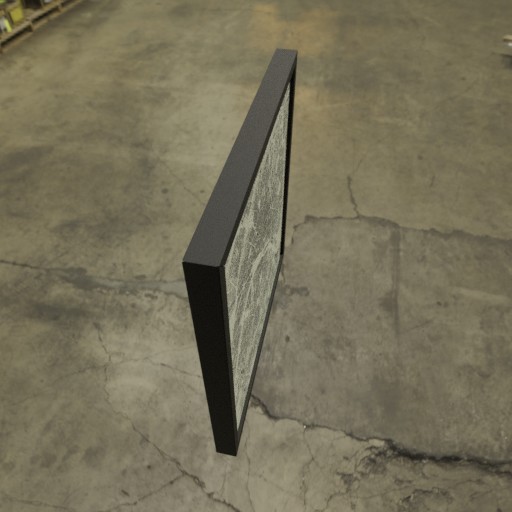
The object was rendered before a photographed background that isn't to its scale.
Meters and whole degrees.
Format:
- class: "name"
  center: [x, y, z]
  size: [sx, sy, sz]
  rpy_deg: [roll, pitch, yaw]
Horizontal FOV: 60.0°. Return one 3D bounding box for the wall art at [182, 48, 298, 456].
- class: "wall art"
  center: [0.000, 0.000, 0.775]
  size: [0.037, 0.508, 0.508]
  rpy_deg: [9, 48, 8]
